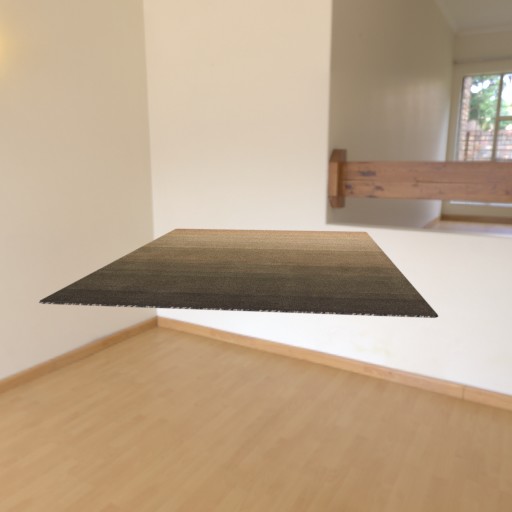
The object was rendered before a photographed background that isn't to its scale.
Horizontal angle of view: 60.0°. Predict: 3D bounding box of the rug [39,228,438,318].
[{"bbox_3d":[0.000,0.000,3.913,2.306,0.017,2.902,1,12,6],"label":"rug"}]
